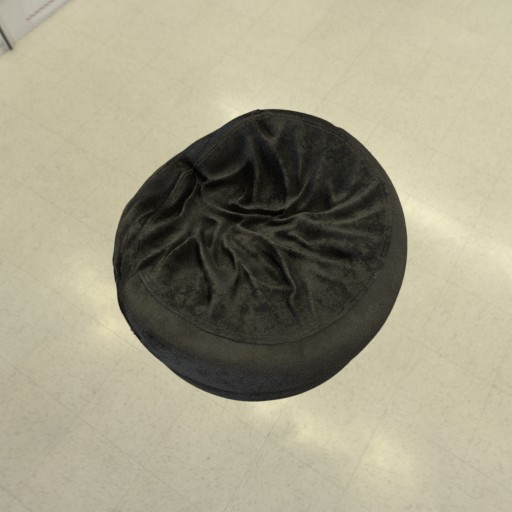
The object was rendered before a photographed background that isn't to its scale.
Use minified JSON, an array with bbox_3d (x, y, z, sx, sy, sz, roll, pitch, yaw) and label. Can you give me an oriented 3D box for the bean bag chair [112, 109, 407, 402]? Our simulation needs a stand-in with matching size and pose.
[{"bbox_3d":[0.000,0.000,1.487,0.918,0.605,0.918,0,64,0],"label":"bean bag chair"}]
